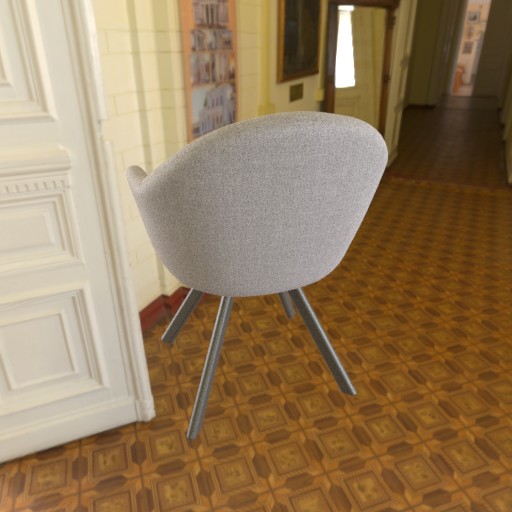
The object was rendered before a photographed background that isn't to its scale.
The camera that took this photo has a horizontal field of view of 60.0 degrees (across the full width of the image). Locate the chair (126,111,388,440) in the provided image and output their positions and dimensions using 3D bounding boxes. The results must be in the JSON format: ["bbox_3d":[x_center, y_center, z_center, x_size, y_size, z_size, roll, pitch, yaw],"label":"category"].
[{"bbox_3d":[0.000,0.000,1.173,0.590,0.795,0.550,-9,28,-17],"label":"chair"}]
